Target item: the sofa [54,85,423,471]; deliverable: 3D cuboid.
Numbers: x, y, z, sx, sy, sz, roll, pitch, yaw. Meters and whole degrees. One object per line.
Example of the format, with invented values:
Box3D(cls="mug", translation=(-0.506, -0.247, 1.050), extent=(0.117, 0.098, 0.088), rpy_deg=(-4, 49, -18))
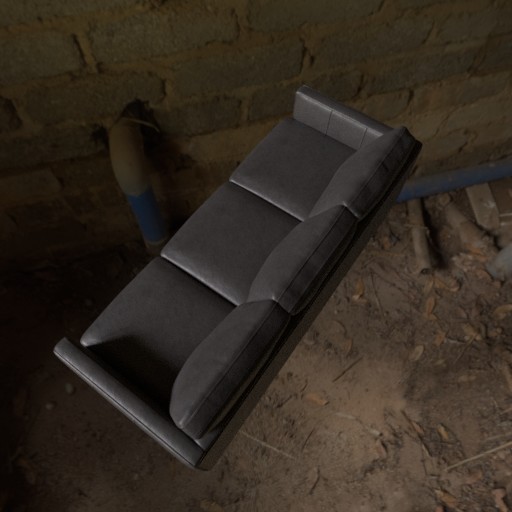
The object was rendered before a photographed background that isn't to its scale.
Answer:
Box3D(cls="sofa", translation=(0.000, 0.000, 2.939), extent=(1.045, 1.006, 2.464), rpy_deg=(32, 67, 16))
